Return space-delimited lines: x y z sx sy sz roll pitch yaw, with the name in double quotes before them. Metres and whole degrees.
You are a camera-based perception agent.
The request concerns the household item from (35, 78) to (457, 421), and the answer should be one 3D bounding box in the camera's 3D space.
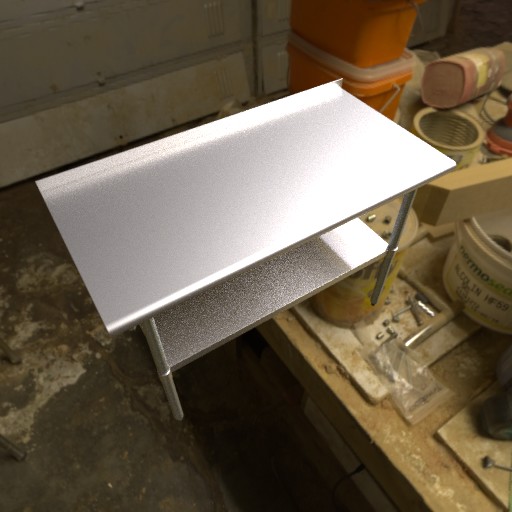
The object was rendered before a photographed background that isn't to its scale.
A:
"household item" 0.000 0.000 1.725 1.219 0.851 0.610 -26 53 -21
